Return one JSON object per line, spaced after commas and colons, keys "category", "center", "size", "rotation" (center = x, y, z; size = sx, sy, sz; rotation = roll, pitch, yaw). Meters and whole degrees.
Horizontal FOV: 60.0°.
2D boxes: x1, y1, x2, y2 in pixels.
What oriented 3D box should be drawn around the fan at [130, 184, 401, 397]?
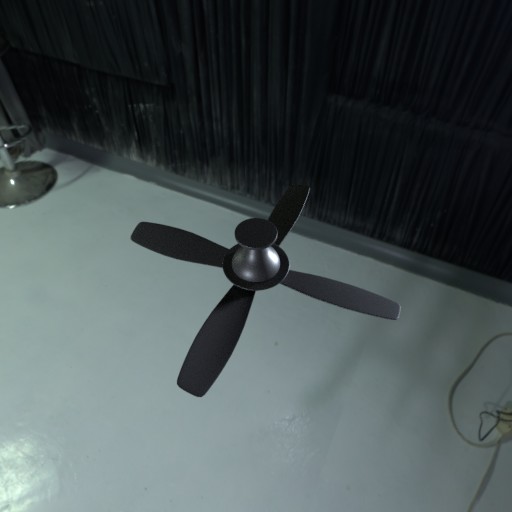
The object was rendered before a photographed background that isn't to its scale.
{"category": "fan", "center": [0.000, 0.000, 2.554], "size": [1.694, 0.382, 1.694], "rotation": [17, 50, 15]}
